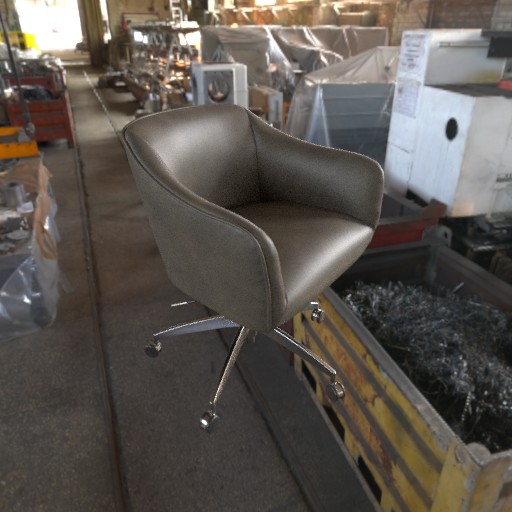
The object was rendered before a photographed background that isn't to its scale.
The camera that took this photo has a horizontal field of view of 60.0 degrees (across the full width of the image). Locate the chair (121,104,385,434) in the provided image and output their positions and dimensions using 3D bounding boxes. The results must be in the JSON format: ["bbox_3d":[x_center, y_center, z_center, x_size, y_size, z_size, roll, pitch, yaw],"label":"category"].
[{"bbox_3d":[0.000,0.000,1.384,0.689,0.827,0.713,18,32,31],"label":"chair"}]
